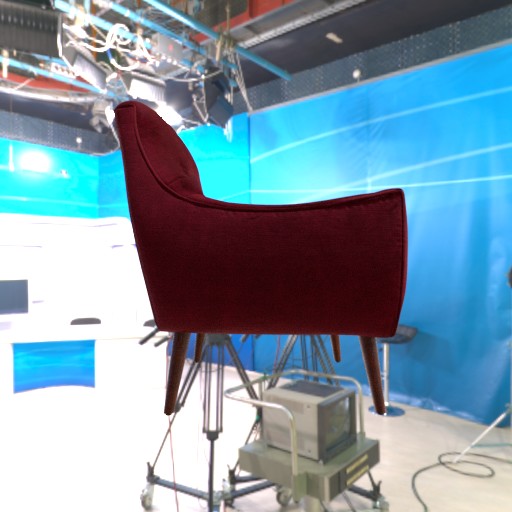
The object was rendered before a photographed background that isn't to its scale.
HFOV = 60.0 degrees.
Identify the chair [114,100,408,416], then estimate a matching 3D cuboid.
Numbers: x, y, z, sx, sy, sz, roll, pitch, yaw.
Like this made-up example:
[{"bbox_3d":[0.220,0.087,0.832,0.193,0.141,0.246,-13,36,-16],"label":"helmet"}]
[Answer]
[{"bbox_3d":[0.000,0.000,1.467,0.787,0.838,0.762,0,0,0],"label":"chair"}]
